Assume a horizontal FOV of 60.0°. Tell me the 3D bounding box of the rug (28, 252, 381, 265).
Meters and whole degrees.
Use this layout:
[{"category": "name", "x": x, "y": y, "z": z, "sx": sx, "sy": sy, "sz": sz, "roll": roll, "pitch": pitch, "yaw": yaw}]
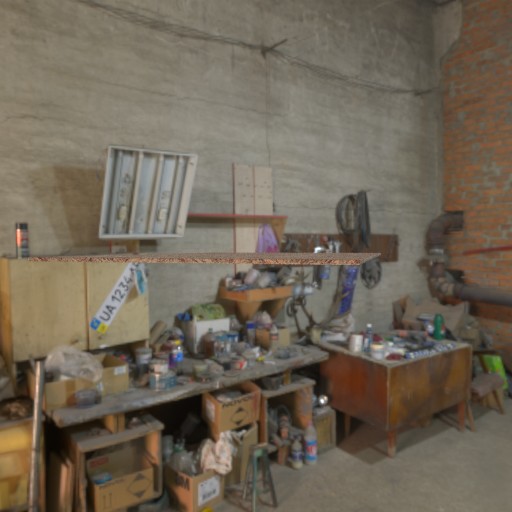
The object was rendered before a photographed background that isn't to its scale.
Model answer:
[{"category": "rug", "x": 0.000, "y": 0.000, "z": 2.938, "sx": 1.523, "sy": 0.019, "sz": 2.285, "roll": 0, "pitch": 1, "yaw": 17}]
